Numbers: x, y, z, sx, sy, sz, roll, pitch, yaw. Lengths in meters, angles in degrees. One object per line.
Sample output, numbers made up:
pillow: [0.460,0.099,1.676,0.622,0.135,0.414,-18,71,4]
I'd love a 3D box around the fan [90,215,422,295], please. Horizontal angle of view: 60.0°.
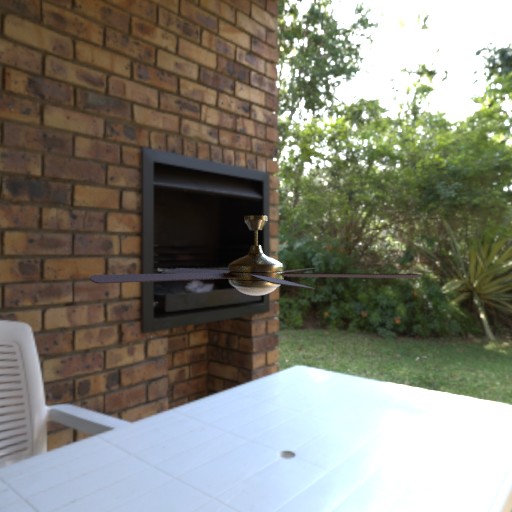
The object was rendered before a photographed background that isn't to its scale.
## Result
fan: [0.000,0.000,1.998,1.321,0.356,1.321,0,0,35]
